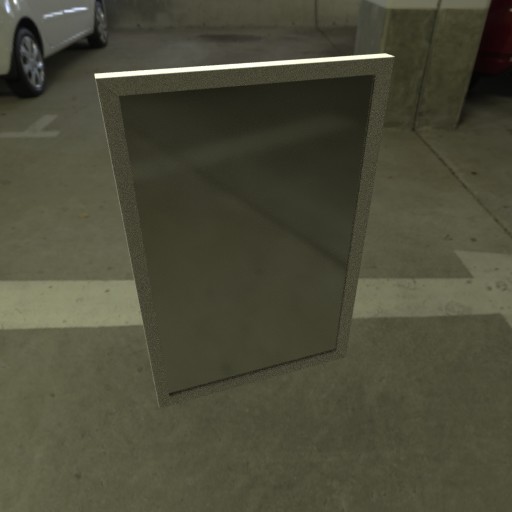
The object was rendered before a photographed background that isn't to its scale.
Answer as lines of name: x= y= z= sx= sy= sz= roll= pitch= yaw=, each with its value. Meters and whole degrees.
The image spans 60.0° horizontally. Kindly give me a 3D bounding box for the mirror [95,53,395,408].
mirror: x=0.000 y=0.000 z=1.131 sx=0.609 sy=0.914 sz=0.041 roll=-11 pitch=36 yaw=-16
